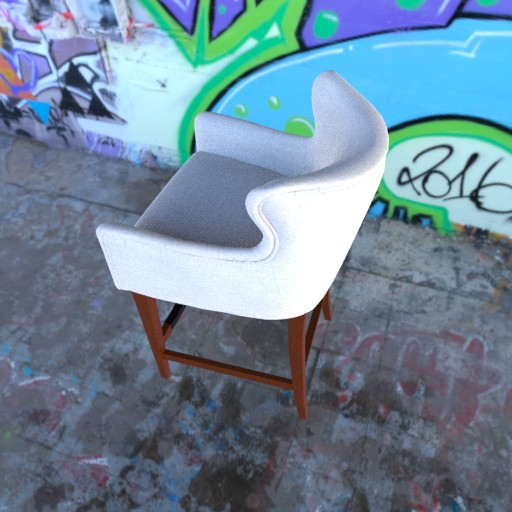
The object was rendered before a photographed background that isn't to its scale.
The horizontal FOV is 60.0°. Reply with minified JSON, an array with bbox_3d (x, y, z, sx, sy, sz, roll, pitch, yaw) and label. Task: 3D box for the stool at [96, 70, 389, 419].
[{"bbox_3d":[0.000,0.000,1.403,0.637,0.987,0.615,14,48,13],"label":"stool"}]
